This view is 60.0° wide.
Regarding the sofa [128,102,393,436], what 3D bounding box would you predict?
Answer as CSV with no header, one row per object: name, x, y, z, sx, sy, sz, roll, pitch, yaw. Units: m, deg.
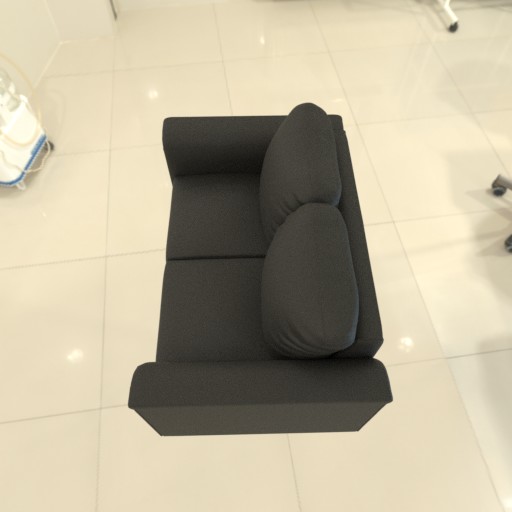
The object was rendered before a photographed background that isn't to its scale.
sofa,0.000,0.000,1.985,0.887,0.845,1.386,-1,58,-1
